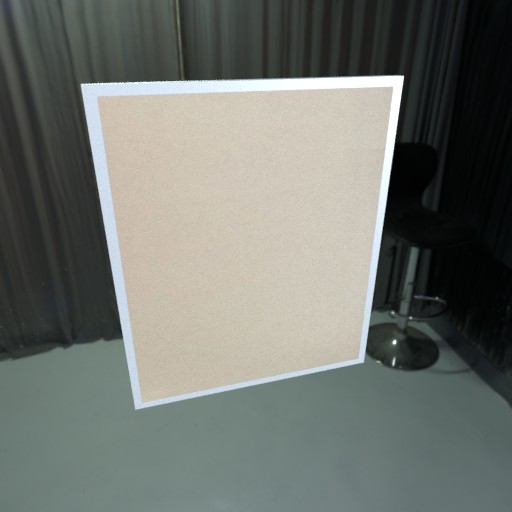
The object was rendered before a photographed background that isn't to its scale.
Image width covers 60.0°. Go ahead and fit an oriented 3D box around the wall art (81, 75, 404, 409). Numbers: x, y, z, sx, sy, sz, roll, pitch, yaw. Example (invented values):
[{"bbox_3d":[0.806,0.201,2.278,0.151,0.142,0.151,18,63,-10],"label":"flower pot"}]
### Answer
[{"bbox_3d":[0.000,0.000,0.615,0.382,0.456,0.013,-7,28,-14],"label":"wall art"}]
